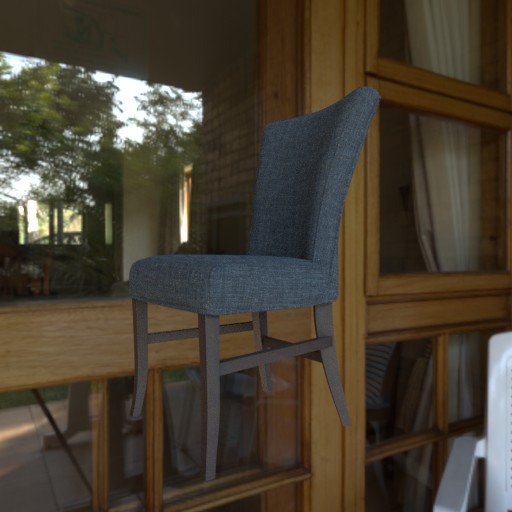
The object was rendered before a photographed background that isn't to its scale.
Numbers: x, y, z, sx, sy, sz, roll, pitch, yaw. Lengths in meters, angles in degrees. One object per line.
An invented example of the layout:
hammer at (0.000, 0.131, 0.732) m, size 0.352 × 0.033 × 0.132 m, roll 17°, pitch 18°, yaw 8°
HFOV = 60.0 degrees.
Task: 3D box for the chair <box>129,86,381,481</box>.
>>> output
chair at (0.000, 0.000, 1.351) m, size 0.660 × 0.991 × 0.520 m, roll 0°, pitch 0°, yaw -35°
